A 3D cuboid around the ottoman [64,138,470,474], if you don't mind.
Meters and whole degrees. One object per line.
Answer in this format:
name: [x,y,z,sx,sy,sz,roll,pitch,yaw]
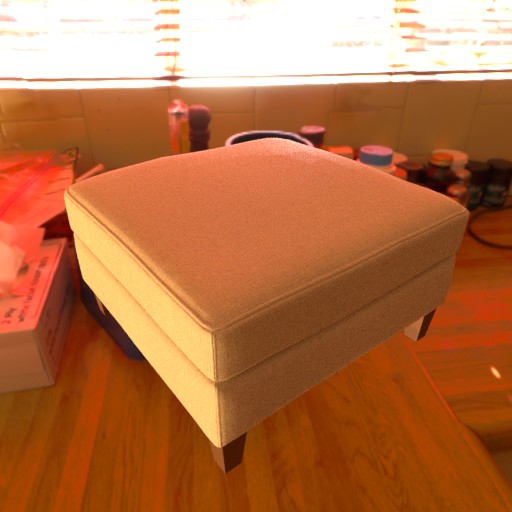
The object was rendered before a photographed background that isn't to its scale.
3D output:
ottoman: [0.000,0.000,1.333,0.838,0.503,0.838,-22,37,-32]
